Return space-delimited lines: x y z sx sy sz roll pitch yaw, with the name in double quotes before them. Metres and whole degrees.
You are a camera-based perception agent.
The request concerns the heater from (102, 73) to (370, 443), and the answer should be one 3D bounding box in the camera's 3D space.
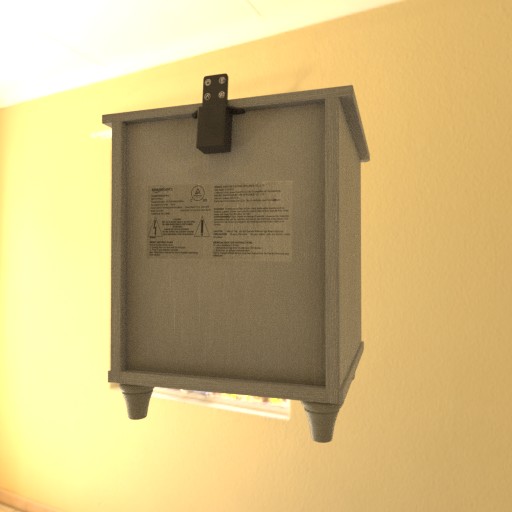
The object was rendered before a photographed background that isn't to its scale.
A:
"heater" 0.000 0.000 0.763 0.362 0.481 0.400 0 -1 18
